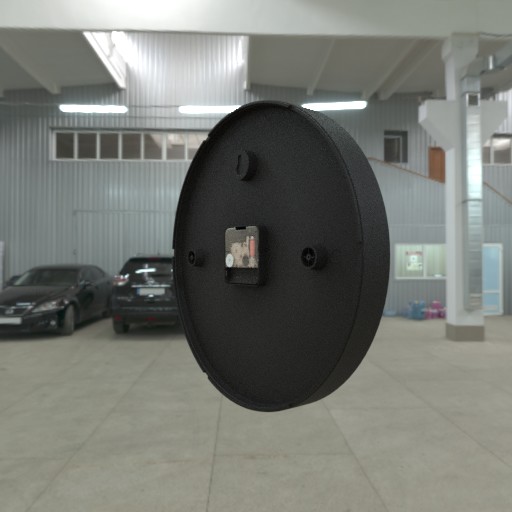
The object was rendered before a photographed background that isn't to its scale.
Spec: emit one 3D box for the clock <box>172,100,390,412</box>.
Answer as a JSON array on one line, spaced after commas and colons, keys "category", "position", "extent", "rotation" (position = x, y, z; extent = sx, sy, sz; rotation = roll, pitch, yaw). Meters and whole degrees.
[{"category": "clock", "position": [0.000, 0.000, 0.440], "extent": [0.040, 0.293, 0.293], "rotation": [0, 0, -37]}]
